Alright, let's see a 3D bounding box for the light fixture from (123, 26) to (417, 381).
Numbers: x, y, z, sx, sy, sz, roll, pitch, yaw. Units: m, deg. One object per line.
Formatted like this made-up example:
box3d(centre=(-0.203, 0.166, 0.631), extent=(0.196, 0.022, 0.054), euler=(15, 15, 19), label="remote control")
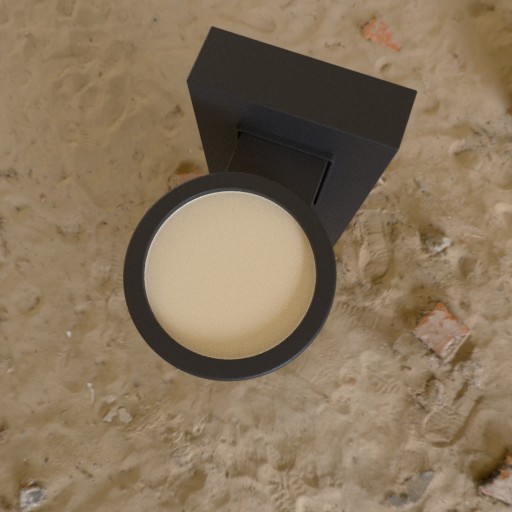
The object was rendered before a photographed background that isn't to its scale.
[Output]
box3d(centre=(0.000, 0.000, 0.259), extent=(0.098, 0.179, 0.138), euler=(20, 77, 5), label="light fixture")
